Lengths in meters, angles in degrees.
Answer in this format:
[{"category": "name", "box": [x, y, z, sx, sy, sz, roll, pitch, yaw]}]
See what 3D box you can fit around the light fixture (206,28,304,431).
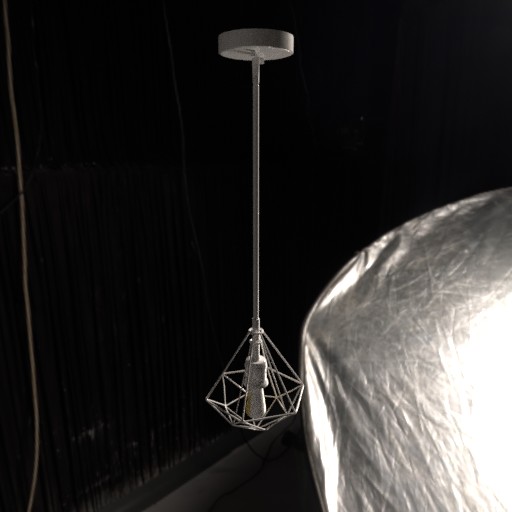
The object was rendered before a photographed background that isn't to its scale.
[{"category": "light fixture", "box": [0.000, 0.000, 1.956, 0.487, 1.764, 0.431, 14, 20, 42]}]
